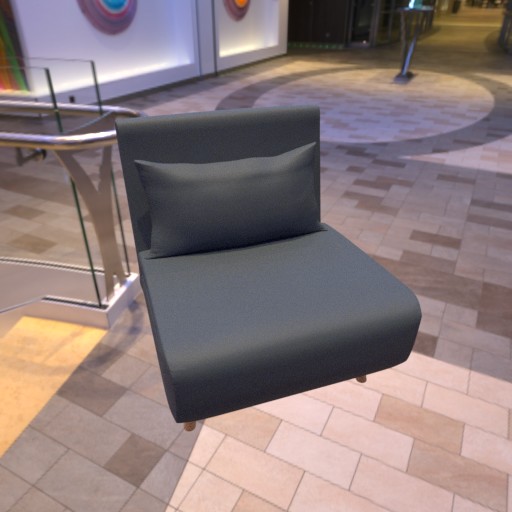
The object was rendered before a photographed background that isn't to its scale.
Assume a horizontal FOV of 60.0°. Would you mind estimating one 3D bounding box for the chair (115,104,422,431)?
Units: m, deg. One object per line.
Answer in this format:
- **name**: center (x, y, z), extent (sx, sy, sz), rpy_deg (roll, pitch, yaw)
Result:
- **chair**: center (0.000, 0.000, 1.507), extent (0.770, 0.808, 0.900), rpy_deg (-10, 32, -16)
